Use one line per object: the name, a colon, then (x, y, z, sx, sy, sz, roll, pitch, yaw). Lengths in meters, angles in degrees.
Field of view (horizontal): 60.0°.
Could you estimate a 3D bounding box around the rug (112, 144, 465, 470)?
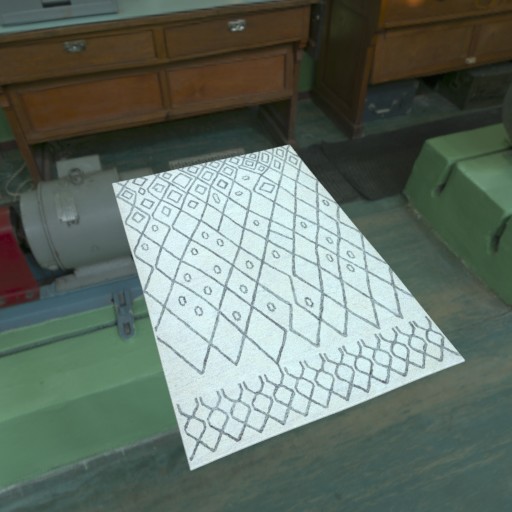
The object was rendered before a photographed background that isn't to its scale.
rug: (0.000, 0.000, 2.340, 1.222, 0.015, 1.828, -16, 48, -15)
